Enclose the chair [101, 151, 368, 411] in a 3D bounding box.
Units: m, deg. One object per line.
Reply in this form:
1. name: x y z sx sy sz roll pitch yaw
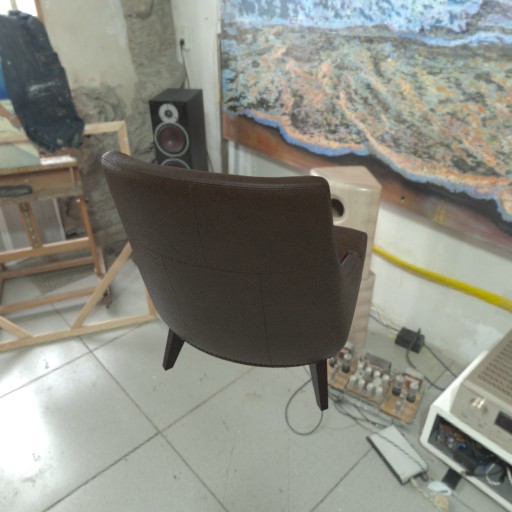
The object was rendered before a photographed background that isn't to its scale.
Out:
1. chair: 0.000 0.000 1.500 0.701 0.909 0.861 10 34 15
